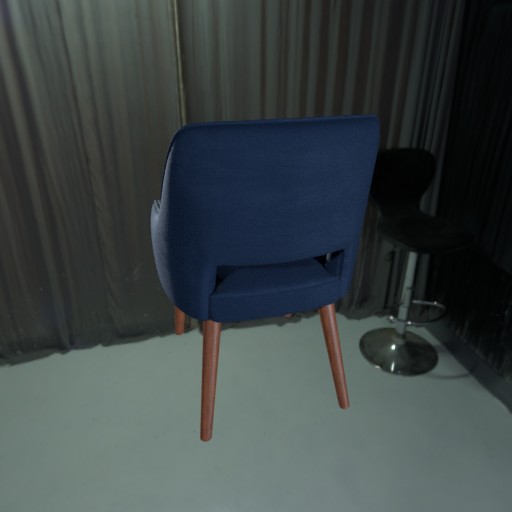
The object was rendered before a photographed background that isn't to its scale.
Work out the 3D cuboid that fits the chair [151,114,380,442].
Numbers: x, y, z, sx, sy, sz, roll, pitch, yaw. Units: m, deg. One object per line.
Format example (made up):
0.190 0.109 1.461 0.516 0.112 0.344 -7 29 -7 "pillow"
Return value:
0.000 0.000 1.268 0.559 0.844 0.591 -7 27 -15 "chair"
